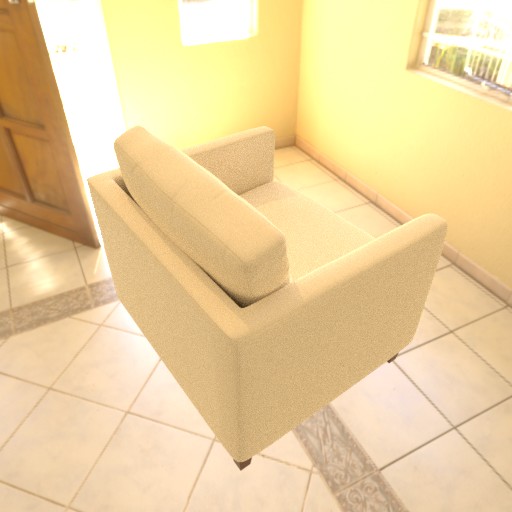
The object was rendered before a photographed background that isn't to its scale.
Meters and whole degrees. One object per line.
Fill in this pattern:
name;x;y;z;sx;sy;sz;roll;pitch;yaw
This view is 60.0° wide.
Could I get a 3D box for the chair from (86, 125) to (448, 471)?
chair;0.000;0.000;1.685;0.878;0.885;1.019;-25;45;-28
